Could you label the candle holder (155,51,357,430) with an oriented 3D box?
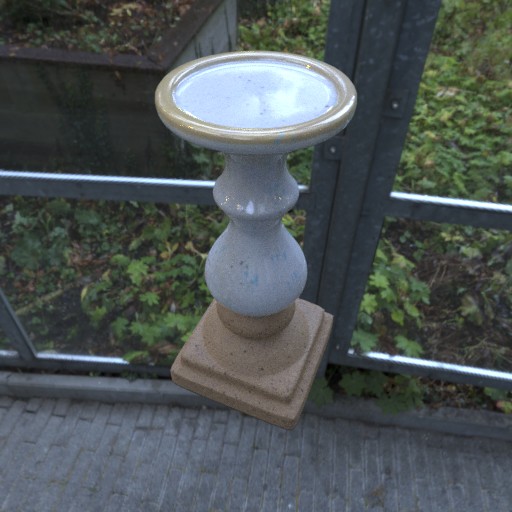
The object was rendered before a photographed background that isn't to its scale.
[{"bbox_3d":[0.000,0.000,0.306,0.110,0.239,0.110,17,47,16],"label":"candle holder"}]
